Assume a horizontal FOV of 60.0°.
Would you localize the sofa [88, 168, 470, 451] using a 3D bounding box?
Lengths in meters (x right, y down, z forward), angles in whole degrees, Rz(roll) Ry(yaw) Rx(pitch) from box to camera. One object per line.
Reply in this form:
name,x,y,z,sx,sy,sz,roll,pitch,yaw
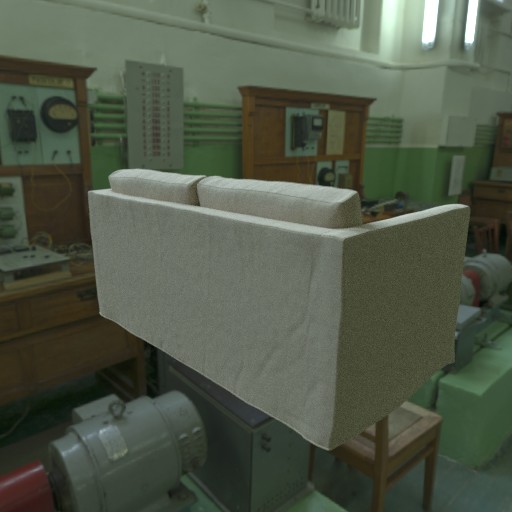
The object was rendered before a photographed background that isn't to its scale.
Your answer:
sofa,0.000,0.000,2.218,0.962,0.835,1.719,-14,20,-42
